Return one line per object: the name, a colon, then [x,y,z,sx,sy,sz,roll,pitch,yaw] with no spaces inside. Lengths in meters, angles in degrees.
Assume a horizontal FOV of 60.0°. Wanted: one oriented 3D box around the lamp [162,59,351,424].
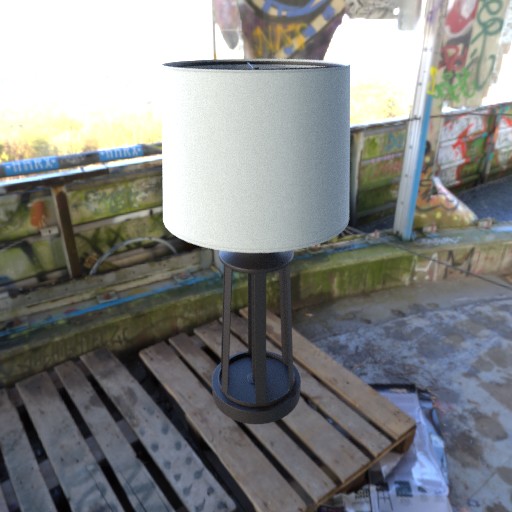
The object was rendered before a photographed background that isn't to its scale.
lamp: [0.000,0.000,0.638,0.251,0.509,0.251,0,27,0]
